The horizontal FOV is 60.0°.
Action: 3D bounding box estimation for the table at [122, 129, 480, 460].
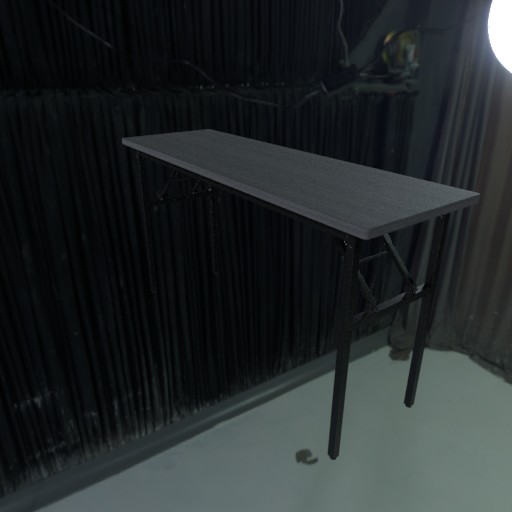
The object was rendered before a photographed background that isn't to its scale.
[{"bbox_3d":[0.000,0.000,1.715,0.449,0.750,1.399,-17,29,-33],"label":"table"}]
